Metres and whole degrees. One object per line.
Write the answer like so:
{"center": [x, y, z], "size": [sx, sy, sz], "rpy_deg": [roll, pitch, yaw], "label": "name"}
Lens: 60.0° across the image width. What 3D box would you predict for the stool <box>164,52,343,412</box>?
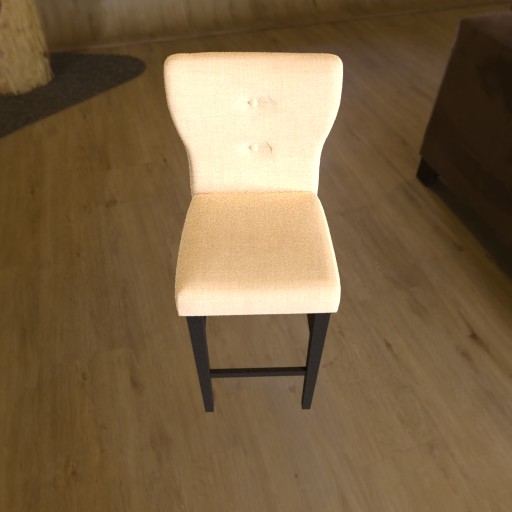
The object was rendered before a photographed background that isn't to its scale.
{"center": [0.000, 0.000, 1.491], "size": [0.516, 1.124, 0.603], "rpy_deg": [-1, 45, -1], "label": "stool"}
